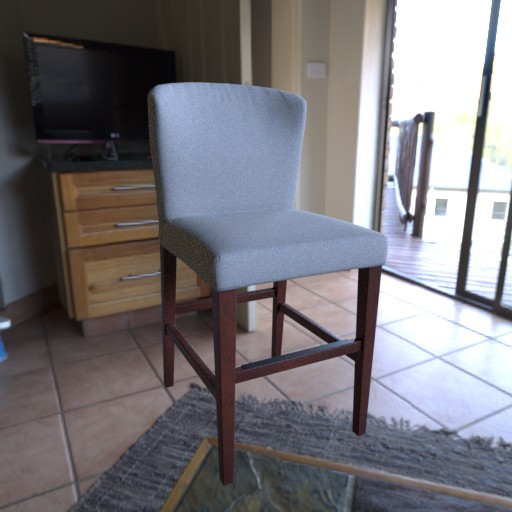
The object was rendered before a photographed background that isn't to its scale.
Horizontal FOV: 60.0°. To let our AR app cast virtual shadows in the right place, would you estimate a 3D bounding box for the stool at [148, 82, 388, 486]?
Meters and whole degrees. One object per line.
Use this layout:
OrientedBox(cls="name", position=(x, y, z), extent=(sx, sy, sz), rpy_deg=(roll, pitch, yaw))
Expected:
OrientedBox(cls="stool", position=(0.000, 0.000, 1.253), extent=(0.479, 0.968, 0.568), rpy_deg=(-7, 17, -26))
